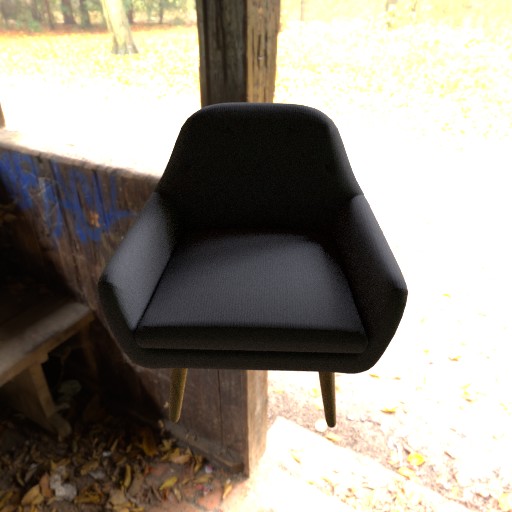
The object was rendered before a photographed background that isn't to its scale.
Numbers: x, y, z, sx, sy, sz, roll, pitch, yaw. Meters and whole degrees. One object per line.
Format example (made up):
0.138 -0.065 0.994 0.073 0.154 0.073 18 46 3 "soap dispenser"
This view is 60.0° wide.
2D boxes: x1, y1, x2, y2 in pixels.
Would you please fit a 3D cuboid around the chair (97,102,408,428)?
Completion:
0.000 0.000 1.423 0.770 0.800 0.779 1 31 2 "chair"
